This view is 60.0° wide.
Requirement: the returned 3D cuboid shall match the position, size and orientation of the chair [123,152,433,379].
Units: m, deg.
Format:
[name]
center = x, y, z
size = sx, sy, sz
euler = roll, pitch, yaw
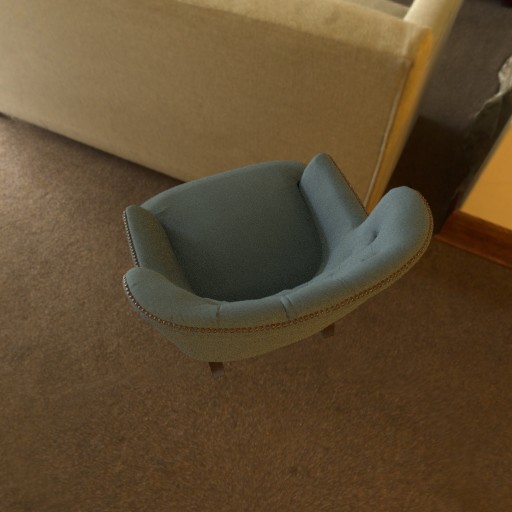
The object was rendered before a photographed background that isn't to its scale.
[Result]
[chair]
center = 0.000, 0.000, 1.588
size = 0.848, 0.868, 0.906
euler = -18, 59, -11
